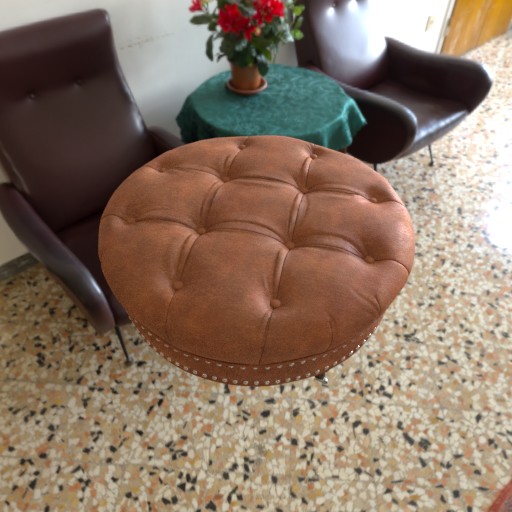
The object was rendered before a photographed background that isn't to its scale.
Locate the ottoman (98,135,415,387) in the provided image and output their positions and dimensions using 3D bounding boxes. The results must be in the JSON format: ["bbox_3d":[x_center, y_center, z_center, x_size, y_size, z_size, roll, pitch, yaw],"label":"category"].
[{"bbox_3d":[0.000,0.000,1.400,0.901,0.444,0.901,0,46,0],"label":"ottoman"}]
